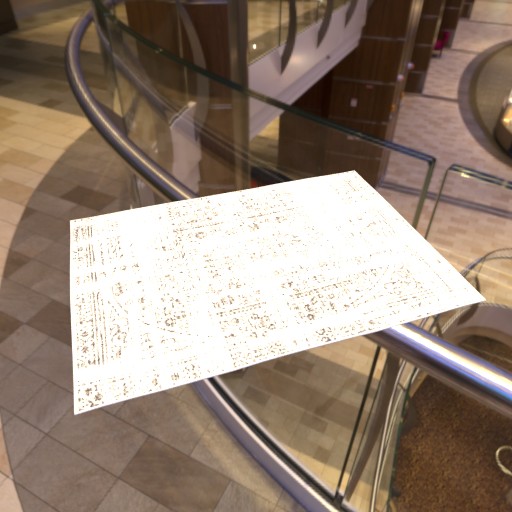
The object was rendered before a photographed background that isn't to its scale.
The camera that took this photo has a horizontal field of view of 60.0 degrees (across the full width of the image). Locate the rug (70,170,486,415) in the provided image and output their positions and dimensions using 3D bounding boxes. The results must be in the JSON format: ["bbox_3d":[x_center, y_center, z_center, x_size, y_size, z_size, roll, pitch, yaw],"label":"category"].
[{"bbox_3d":[0.000,0.000,3.052,2.438,0.026,1.706,-12,42,-14],"label":"rug"}]
